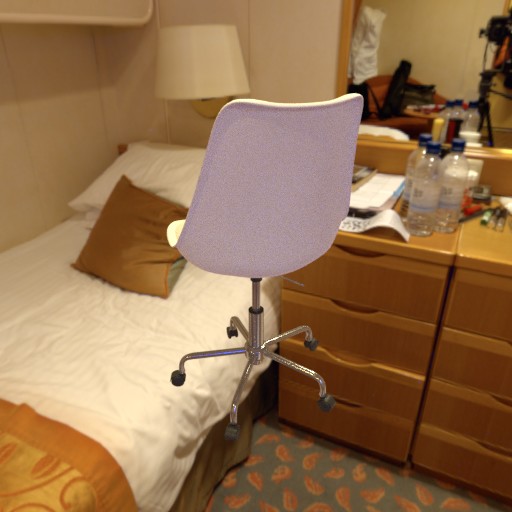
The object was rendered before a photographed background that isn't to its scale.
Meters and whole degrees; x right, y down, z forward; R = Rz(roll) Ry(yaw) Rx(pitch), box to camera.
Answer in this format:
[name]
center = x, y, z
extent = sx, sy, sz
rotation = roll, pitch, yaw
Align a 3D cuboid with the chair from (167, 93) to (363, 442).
[chair]
center = 0.000, 0.000, 1.281
extent = 0.550, 0.930, 0.550
rotation = -10, 28, -18
